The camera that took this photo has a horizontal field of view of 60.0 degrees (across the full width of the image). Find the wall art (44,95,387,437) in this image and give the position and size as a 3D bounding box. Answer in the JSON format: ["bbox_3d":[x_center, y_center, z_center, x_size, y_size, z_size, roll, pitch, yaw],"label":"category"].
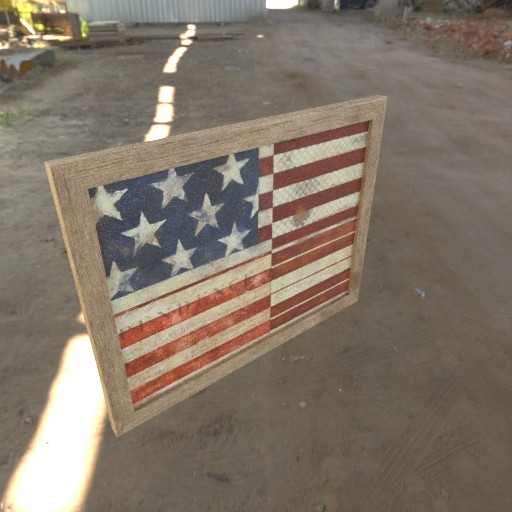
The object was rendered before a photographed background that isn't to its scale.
[{"bbox_3d":[0.000,0.000,0.895,0.690,0.535,0.026,-22,38,-32],"label":"wall art"}]
